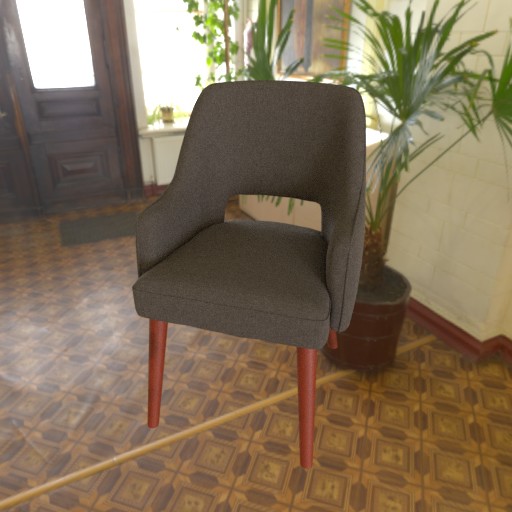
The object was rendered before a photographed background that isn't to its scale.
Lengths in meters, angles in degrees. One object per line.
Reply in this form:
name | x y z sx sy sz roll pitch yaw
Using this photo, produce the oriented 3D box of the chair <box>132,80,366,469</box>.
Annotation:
chair | 0.000 0.000 1.195 0.559 0.838 0.560 8 28 15
